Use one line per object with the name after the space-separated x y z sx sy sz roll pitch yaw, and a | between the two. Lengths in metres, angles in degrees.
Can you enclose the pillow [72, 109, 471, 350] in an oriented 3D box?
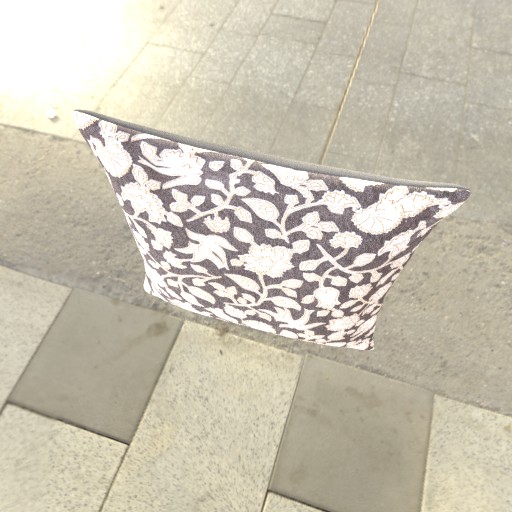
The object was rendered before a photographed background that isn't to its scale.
0.000 0.000 0.772 0.526 0.507 0.166 13 59 8 | pillow
